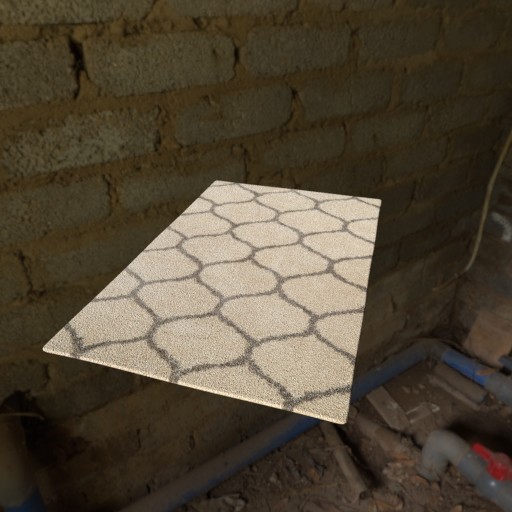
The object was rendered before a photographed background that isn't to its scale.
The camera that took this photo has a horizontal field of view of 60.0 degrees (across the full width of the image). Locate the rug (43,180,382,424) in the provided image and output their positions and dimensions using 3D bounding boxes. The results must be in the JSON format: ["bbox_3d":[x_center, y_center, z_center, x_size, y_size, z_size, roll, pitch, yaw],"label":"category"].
[{"bbox_3d":[0.000,0.000,2.964,1.501,0.024,2.348,9,32,15],"label":"rug"}]
